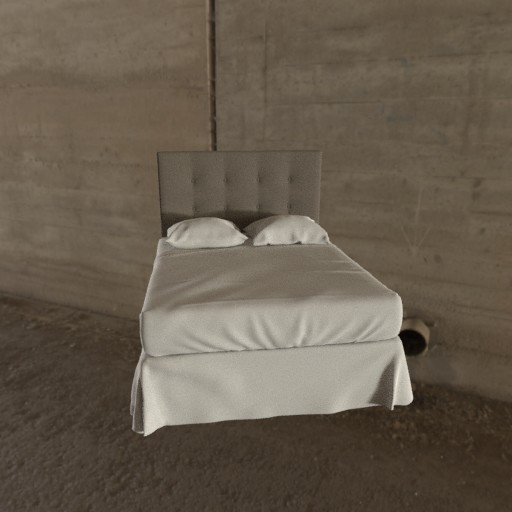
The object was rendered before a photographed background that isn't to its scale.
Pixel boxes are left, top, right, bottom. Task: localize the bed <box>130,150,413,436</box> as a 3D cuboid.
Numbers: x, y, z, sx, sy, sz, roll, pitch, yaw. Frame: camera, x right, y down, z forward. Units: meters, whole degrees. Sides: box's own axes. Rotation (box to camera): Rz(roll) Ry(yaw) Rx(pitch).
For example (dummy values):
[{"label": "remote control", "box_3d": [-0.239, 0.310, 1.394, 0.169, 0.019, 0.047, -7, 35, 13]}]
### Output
[{"label": "bed", "box_3d": [0.000, 0.000, 3.612, 1.936, 1.577, 2.222, -2, 16, -8]}]
